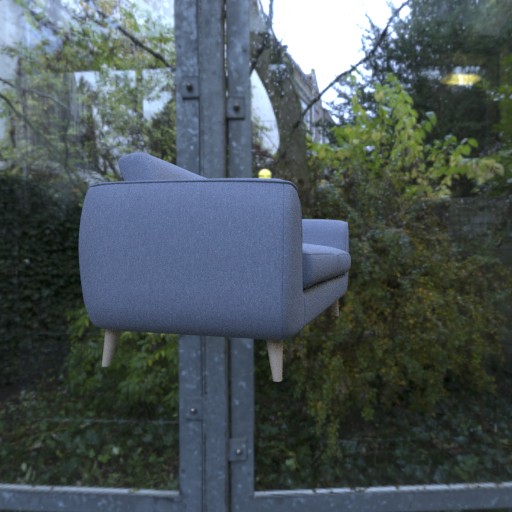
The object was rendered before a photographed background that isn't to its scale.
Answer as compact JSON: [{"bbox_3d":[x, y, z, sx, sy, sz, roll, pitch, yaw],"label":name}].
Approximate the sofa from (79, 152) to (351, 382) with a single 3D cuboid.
[{"bbox_3d":[0.000,0.000,2.521,0.920,0.870,2.000,0,0,17],"label":"sofa"}]
